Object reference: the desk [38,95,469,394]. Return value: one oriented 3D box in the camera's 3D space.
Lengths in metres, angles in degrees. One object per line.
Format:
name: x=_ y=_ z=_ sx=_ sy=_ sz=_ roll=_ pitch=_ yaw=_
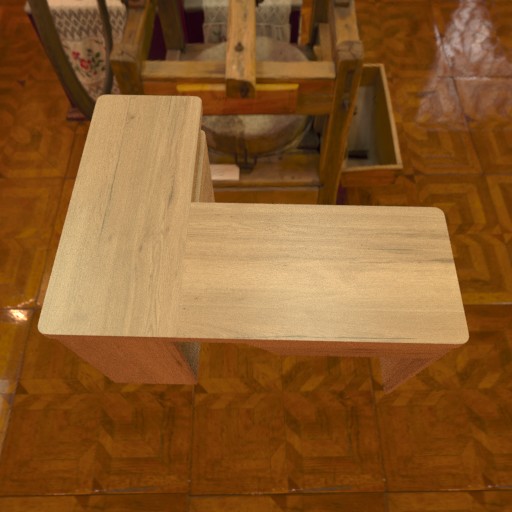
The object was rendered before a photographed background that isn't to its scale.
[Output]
desk: x=0.000 y=0.000 z=1.734 sx=1.169 sy=0.760 sz=0.900 roll=1 pitch=63 yaw=1
